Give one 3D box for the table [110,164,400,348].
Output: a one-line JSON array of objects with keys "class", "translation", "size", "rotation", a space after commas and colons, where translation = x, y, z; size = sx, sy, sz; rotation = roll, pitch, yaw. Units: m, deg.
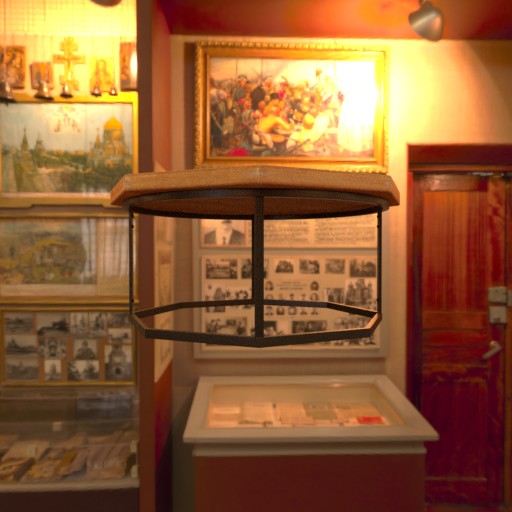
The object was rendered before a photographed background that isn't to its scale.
[{"class": "table", "translation": [0.000, 0.000, 1.536], "size": [1.002, 0.444, 1.002], "rotation": [0, 1, 0]}]
